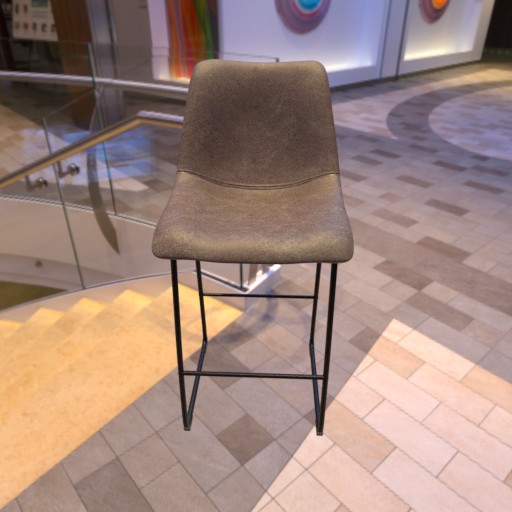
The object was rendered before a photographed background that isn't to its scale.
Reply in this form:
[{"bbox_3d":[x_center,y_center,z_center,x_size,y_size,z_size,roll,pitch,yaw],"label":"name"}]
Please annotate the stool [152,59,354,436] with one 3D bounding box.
[{"bbox_3d":[0.000,0.000,1.401,0.514,1.082,0.561,1,31,2],"label":"stool"}]
